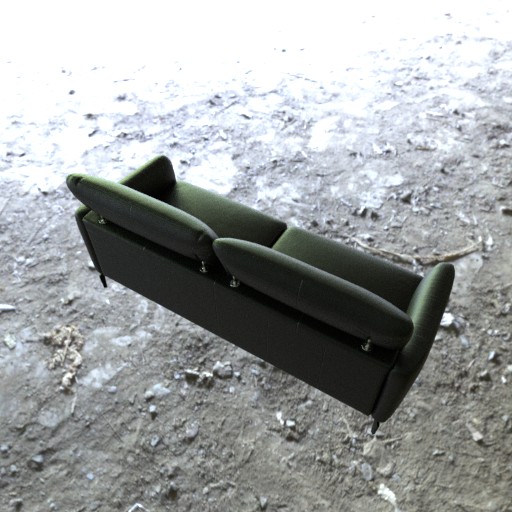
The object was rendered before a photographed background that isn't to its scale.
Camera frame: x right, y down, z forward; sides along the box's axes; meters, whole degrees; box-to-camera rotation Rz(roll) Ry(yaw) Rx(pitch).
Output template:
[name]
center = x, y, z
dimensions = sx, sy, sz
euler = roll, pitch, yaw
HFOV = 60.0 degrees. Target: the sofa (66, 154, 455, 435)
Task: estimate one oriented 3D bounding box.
[sofa]
center = 0.000, 0.000, 2.549
dimensions = 2.069, 0.957, 0.856
euler = 24, 51, 21
